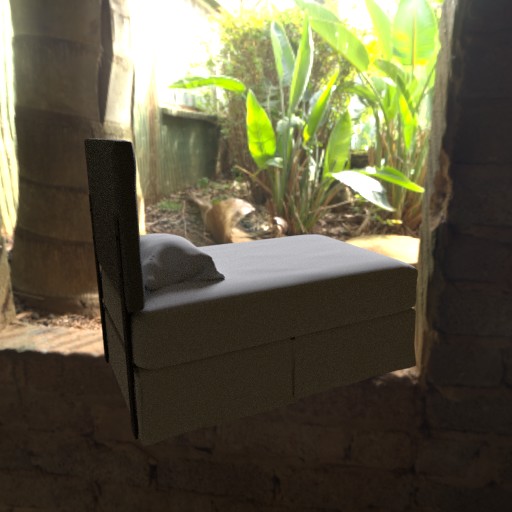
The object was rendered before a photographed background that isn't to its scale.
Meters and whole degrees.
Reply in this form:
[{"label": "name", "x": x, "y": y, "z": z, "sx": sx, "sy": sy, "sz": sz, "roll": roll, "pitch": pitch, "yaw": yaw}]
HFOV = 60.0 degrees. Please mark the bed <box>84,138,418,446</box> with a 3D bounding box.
[{"label": "bed", "x": 0.000, "y": 0.000, "z": 3.064, "sx": 1.997, "sy": 1.571, "sz": 1.261, "roll": -8, "pitch": 17, "yaw": -26}]
